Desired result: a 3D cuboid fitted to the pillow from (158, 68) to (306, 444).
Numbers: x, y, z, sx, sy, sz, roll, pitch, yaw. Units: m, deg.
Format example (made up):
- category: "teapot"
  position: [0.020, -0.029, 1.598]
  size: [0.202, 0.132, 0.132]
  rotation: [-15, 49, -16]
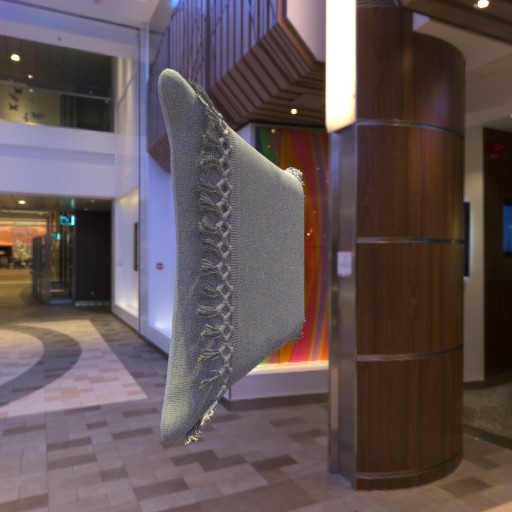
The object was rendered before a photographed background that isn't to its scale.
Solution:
- category: "pillow"
  position: [0.000, 0.000, 0.567]
  size: [0.084, 0.305, 0.466]
  rotation: [0, 0, 18]
